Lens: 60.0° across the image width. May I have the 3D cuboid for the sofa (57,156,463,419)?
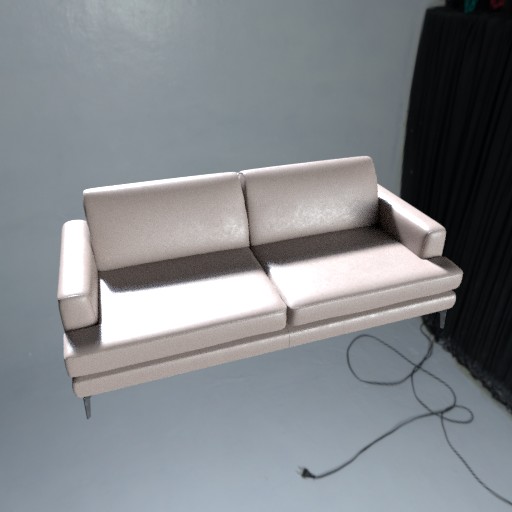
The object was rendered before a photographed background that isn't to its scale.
[{"bbox_3d":[0.000,0.000,2.377,1.940,0.765,0.974,-10,32,-16],"label":"sofa"}]
